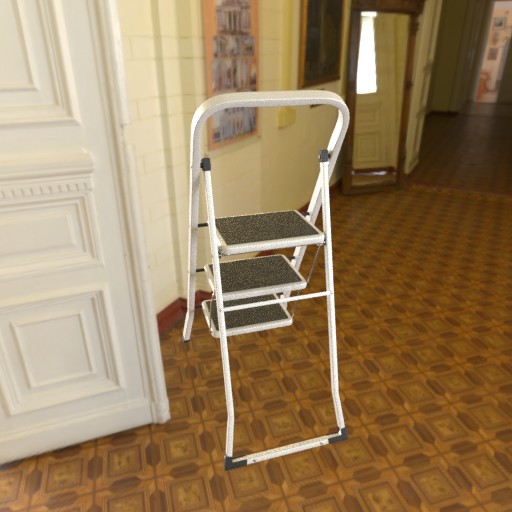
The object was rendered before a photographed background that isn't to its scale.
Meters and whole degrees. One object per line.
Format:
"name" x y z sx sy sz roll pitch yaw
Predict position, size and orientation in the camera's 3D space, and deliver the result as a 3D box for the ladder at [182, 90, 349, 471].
"ladder" 0.000 0.000 1.456 0.460 1.050 0.711 -7 27 -15
